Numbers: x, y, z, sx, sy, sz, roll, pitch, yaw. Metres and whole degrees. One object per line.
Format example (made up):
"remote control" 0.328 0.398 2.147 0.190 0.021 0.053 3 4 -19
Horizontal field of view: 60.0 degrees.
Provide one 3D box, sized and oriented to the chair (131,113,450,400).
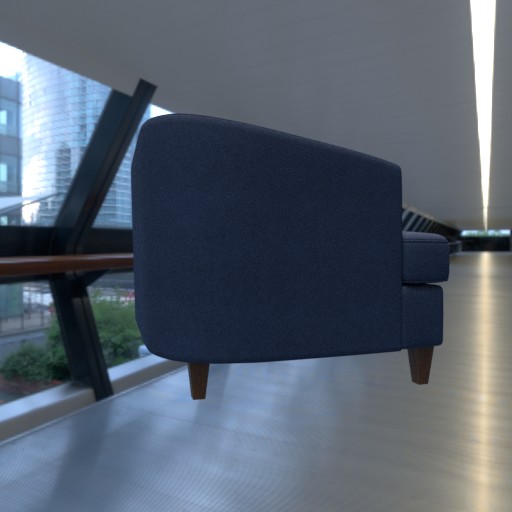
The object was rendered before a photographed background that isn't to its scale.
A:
"chair" 0.000 0.000 1.729 0.914 0.787 1.118 0 1 -18
